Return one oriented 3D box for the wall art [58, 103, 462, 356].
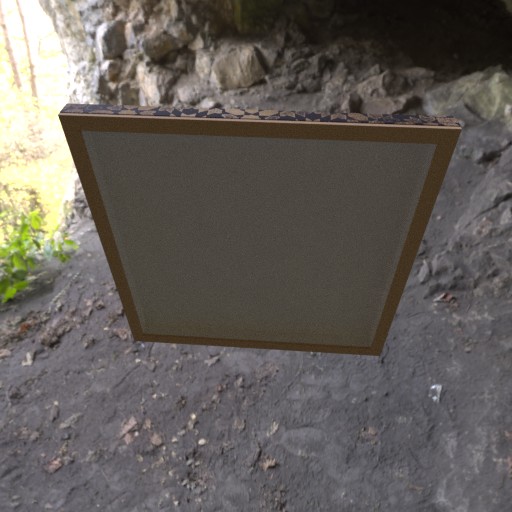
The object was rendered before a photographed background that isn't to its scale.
[{"bbox_3d":[0.000,0.000,0.896,0.612,0.612,0.038,3,45,3],"label":"wall art"}]
